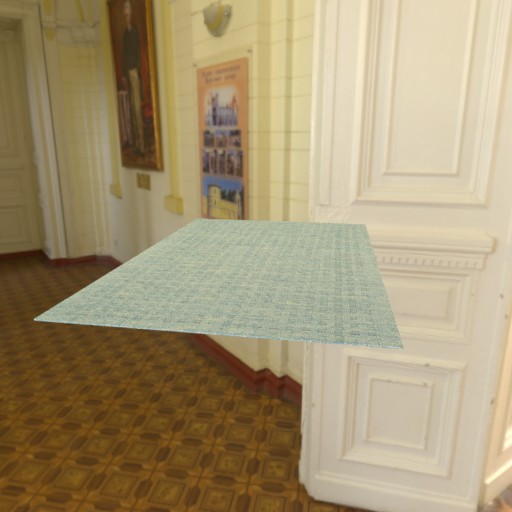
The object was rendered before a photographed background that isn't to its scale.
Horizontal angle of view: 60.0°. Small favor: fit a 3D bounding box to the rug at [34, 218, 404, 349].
[{"bbox_3d":[0.000,0.000,2.160,1.142,0.006,1.752,3,16,10],"label":"rug"}]
